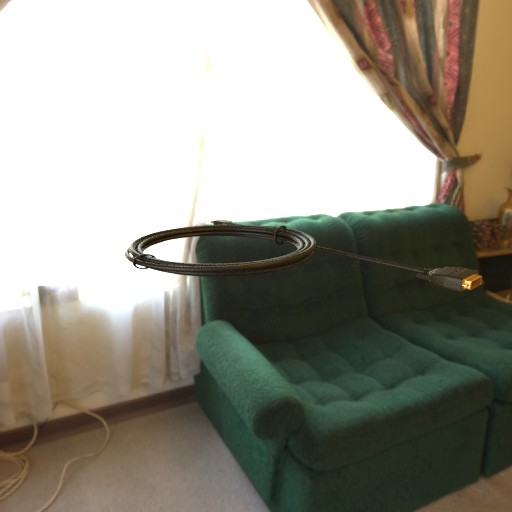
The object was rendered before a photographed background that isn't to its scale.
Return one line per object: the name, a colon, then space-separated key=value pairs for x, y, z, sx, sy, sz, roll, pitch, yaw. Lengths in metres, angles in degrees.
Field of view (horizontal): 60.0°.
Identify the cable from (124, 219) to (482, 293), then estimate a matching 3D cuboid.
cable: x=0.000 y=0.000 z=0.523 sx=0.257 sy=0.030 sz=0.422 roll=-13 pitch=20 yaw=-42
